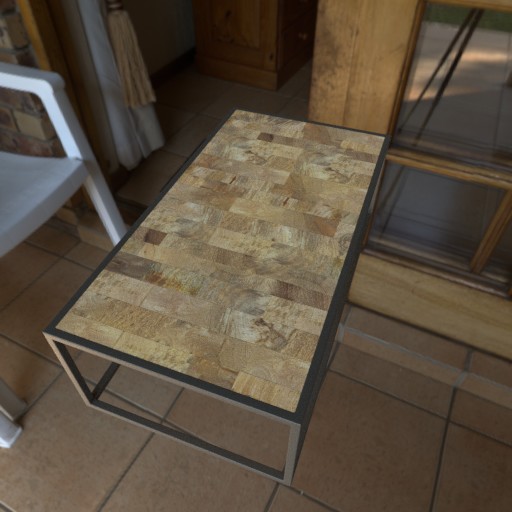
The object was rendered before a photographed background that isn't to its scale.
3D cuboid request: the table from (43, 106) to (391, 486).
[{"bbox_3d":[0.000,0.000,1.519,0.649,0.398,1.199,15,48,14],"label":"table"}]
